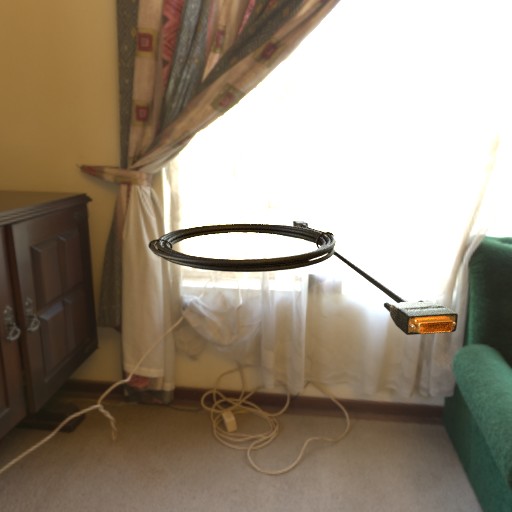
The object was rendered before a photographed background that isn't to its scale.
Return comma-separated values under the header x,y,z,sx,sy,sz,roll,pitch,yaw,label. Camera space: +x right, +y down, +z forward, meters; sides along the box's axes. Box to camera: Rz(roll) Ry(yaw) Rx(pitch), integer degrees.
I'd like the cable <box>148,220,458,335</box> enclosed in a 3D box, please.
x,y,z,sx,sy,sz,roll,pitch,yaw,label
0.000,0.000,0.523,0.257,0.030,0.422,-2,14,-9,cable
